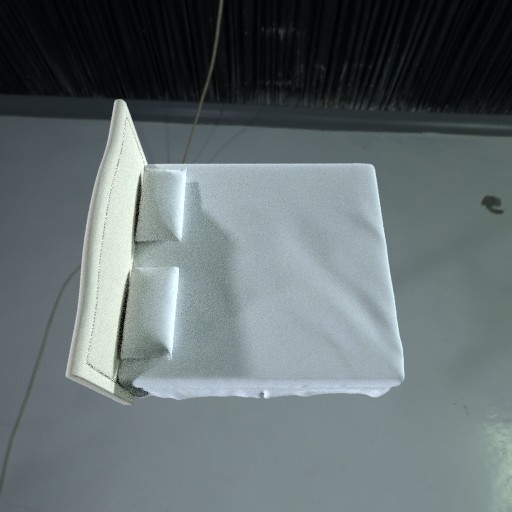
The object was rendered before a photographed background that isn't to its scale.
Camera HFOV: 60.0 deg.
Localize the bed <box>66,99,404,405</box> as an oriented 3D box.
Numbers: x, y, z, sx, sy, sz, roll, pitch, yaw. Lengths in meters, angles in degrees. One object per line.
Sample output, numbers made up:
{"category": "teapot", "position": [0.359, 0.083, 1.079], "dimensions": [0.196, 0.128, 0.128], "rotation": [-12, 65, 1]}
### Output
{"category": "bed", "position": [0.000, 0.000, 3.487], "dimensions": [2.182, 1.421, 2.083], "rotation": [0, 64, 0]}
